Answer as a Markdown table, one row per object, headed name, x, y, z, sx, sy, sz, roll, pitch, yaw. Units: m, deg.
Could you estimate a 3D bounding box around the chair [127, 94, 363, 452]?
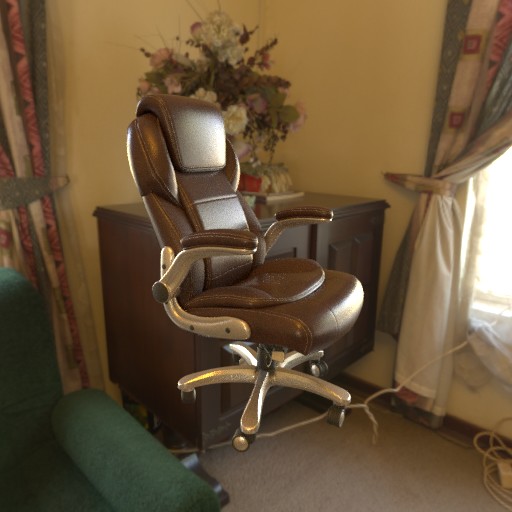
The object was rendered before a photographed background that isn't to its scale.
| name | x | y | z | sx | sy | sz | roll | pitch | yaw |
| --- | --- | --- | --- | --- | --- | --- | --- | --- | --- |
| chair | 0.000 | 0.000 | 1.658 | 0.774 | 1.160 | 0.733 | 7 | 15 | 28 |
